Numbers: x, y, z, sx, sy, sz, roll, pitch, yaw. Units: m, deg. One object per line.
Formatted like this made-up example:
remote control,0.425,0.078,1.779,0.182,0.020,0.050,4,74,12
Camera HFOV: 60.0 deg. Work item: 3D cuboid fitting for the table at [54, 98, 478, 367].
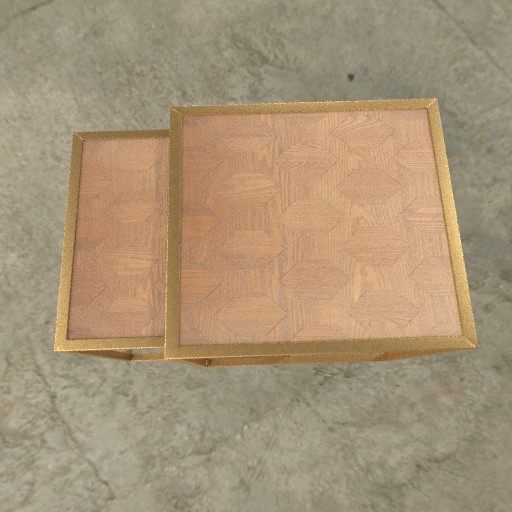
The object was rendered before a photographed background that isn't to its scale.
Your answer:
table,0.000,0.000,1.079,0.762,0.505,0.505,-2,74,-1
